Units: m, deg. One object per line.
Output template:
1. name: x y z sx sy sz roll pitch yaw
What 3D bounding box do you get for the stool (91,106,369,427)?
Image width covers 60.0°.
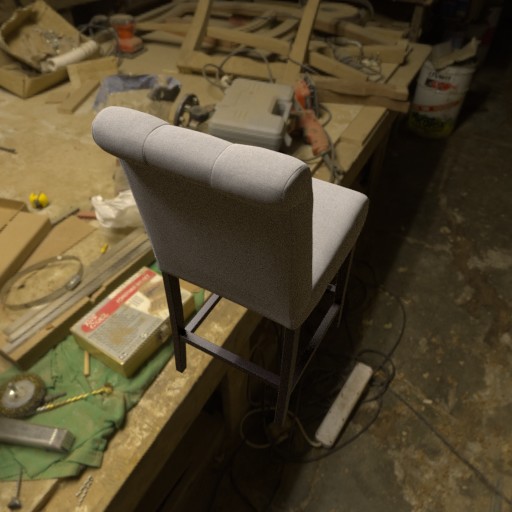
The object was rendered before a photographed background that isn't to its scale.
1. stool: 0.000 0.000 1.338 0.493 1.040 0.601 22 48 21
